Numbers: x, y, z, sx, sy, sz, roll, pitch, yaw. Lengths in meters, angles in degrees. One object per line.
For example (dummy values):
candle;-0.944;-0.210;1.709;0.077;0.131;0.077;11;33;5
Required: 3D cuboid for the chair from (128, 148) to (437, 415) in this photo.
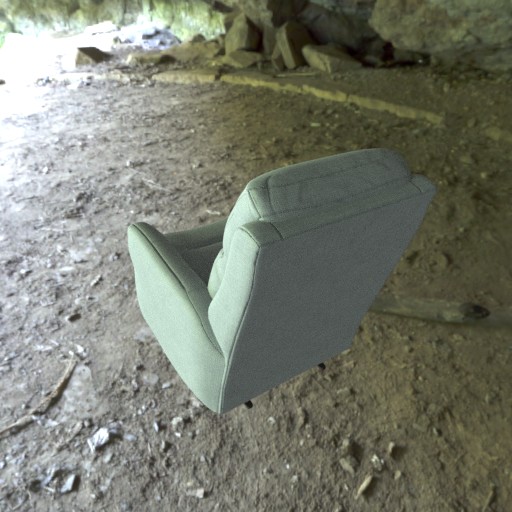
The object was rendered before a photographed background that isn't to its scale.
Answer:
chair;0.000;0.000;1.816;0.829;1.030;1.080;-19;35;-28
